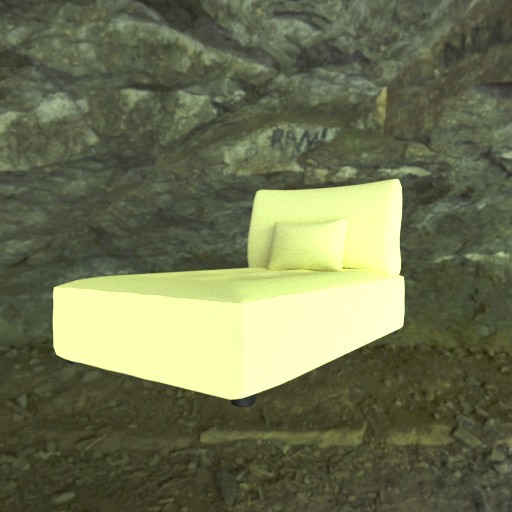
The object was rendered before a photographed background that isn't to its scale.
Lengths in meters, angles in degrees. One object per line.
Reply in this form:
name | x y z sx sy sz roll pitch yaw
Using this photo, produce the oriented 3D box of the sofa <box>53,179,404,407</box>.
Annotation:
sofa | 0.000 0.000 2.029 0.930 0.820 1.450 1 1 35
